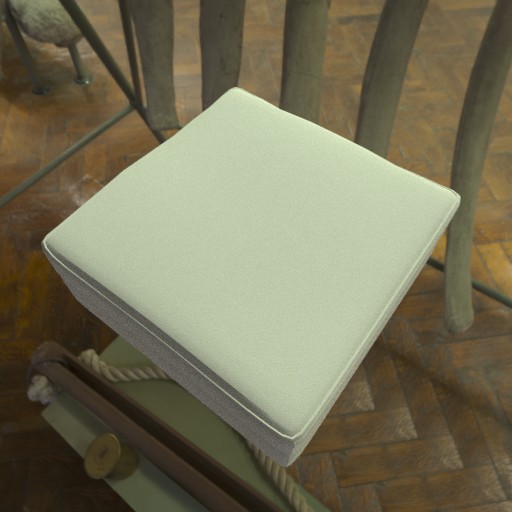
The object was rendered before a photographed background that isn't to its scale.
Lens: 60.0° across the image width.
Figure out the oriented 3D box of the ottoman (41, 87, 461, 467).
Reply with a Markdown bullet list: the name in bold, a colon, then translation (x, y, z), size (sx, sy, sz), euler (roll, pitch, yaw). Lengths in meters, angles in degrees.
- **ottoman**: translation (0.000, 0.000, 1.340), size (0.838, 0.479, 0.838), euler (32, 62, 20)
